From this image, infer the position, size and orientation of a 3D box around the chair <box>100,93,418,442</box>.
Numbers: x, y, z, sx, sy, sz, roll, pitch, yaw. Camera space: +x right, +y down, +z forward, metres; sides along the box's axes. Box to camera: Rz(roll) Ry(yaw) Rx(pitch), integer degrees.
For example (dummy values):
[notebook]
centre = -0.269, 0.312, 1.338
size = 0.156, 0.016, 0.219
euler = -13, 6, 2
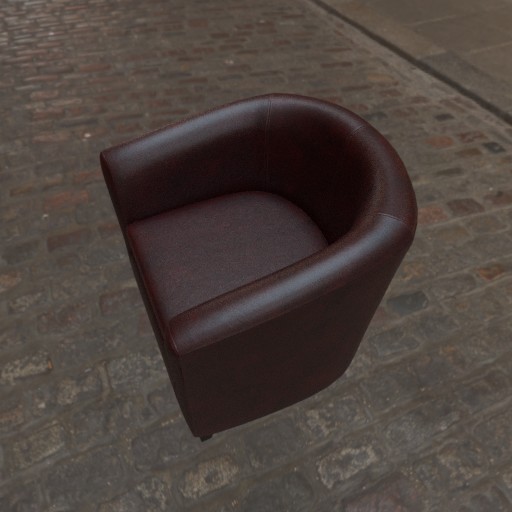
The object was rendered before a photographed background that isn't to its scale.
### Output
[chair]
centre = 0.000, 0.000, 1.389
size = 0.727, 0.756, 0.792
euler = -18, 50, -16
